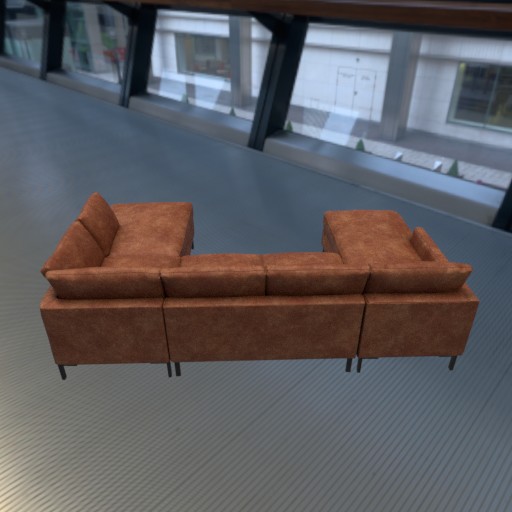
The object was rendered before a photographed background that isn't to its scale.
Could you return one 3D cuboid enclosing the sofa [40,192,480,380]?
[{"bbox_3d":[0.000,0.000,3.833,2.956,0.900,1.939,-1,31,-2],"label":"sofa"}]
